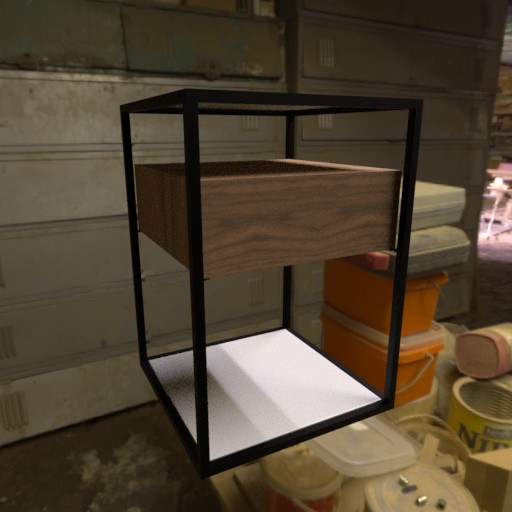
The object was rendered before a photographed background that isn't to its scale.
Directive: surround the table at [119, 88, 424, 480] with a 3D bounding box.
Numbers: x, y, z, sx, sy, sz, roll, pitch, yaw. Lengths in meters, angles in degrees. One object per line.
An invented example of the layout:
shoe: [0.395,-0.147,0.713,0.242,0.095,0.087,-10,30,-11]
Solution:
table: [0.000,0.000,0.823,0.378,0.540,0.378,-8,17,-26]
